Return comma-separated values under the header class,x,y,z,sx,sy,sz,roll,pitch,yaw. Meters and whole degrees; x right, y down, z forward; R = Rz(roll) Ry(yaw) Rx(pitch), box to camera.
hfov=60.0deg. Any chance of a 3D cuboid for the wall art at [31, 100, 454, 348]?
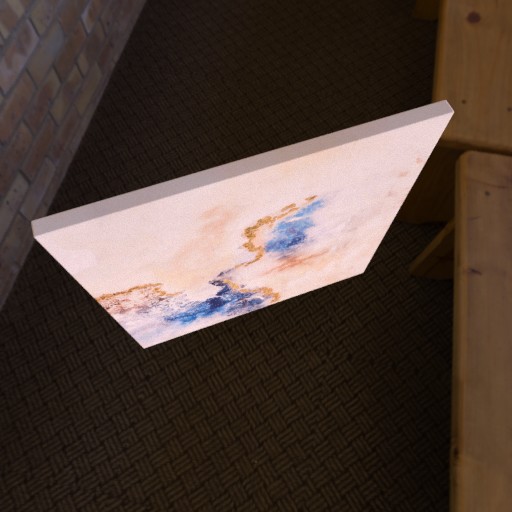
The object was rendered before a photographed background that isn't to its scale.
class,x,y,z,sx,sy,sz,roll,pitch,yaw
wall art,0.000,0.000,1.293,0.889,0.889,0.038,-18,66,-8
